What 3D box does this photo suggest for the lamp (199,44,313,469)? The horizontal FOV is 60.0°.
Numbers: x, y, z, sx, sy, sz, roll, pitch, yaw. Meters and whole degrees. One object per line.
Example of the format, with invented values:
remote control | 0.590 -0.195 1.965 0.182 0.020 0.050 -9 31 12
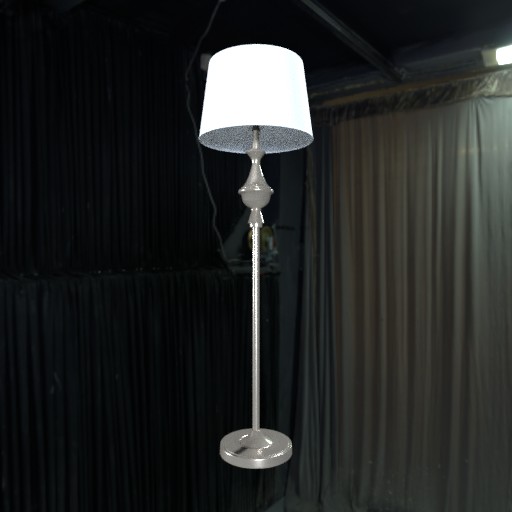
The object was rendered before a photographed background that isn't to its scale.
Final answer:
lamp | 0.000 0.000 1.681 0.431 1.488 0.431 0 1 0
